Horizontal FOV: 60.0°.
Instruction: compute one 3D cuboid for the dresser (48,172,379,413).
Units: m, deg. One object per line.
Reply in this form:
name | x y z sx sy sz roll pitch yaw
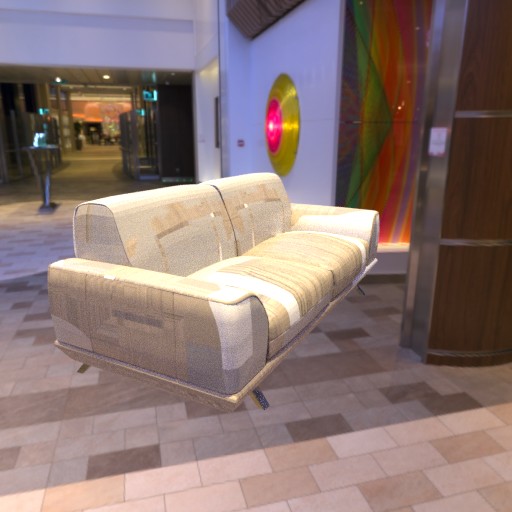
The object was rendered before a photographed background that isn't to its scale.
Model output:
dresser | 0.000 0.000 5.853 2.251 1.863 4.679 8 18 27
